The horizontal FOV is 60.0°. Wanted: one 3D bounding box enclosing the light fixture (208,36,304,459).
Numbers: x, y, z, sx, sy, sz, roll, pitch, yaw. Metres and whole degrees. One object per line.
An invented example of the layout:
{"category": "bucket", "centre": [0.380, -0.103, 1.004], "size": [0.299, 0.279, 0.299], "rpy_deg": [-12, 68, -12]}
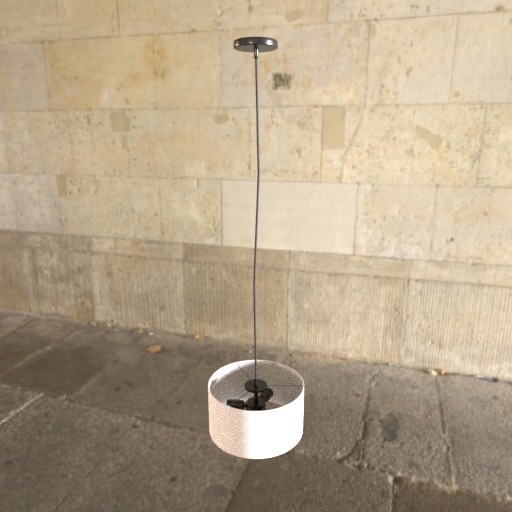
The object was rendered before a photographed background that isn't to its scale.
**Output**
{"category": "light fixture", "centre": [0.000, 0.000, 1.708], "size": [0.399, 1.516, 0.399], "rpy_deg": [0, 15, 0]}
